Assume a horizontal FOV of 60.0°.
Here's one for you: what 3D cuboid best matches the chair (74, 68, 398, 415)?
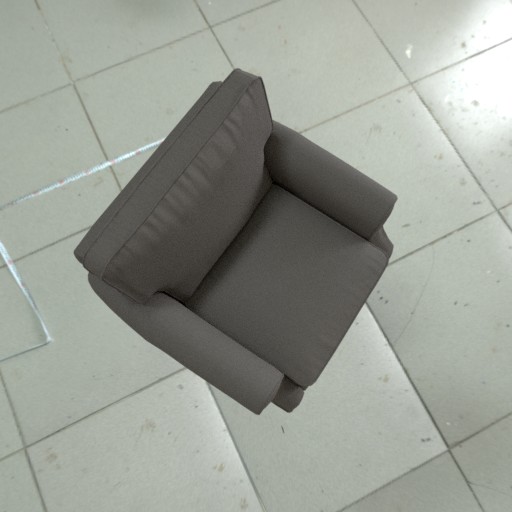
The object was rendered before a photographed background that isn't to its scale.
[{"bbox_3d":[0.000,0.000,1.809,0.966,0.967,1.029,33,77,9],"label":"chair"}]
